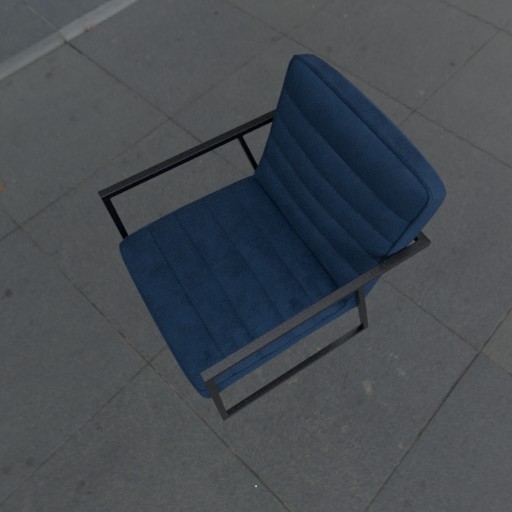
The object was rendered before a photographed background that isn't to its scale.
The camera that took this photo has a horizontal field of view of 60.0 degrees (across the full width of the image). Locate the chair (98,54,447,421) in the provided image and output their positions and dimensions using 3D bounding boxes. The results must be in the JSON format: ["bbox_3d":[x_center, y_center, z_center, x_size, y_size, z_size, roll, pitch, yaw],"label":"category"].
[{"bbox_3d":[0.000,0.000,1.290,0.677,0.833,0.571,-29,66,-14],"label":"chair"}]
